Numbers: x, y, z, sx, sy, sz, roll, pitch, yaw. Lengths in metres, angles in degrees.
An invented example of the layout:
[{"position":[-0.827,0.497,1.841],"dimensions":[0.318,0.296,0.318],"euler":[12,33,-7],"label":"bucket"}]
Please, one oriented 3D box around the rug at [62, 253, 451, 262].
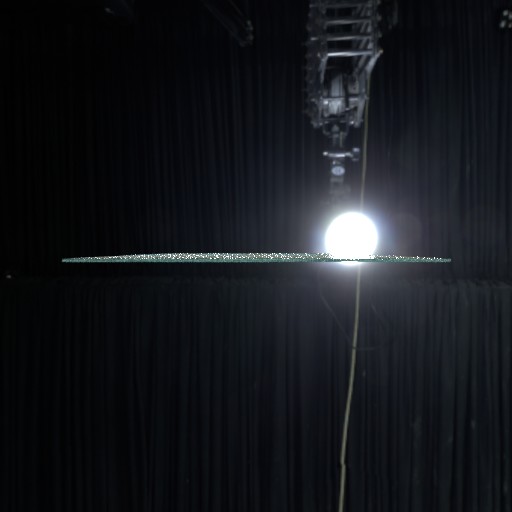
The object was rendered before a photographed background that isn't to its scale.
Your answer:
[{"position":[0.000,0.000,2.285],"dimensions":[1.212,0.010,1.811],"euler":[0,1,0],"label":"rug"}]
